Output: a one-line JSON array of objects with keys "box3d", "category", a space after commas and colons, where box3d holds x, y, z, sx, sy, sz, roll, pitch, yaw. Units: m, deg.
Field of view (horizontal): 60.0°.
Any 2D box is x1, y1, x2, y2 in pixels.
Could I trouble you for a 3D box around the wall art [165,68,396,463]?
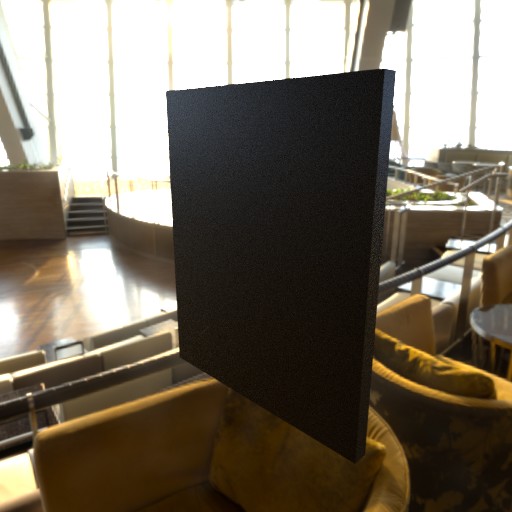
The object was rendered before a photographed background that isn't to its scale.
[{"box3d": [0.000, 0.000, 0.761, 0.028, 0.557, 0.457, -15, 22, -42], "category": "wall art"}]
